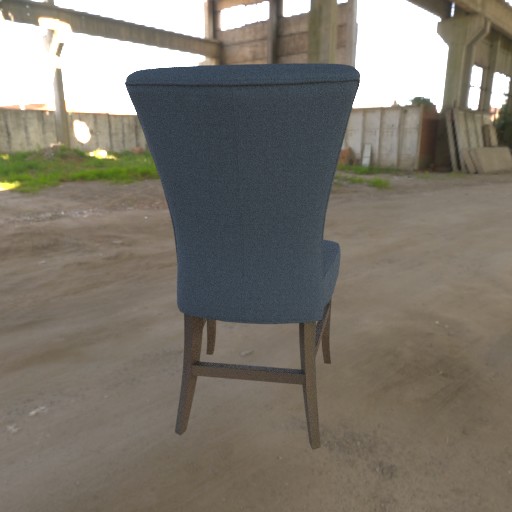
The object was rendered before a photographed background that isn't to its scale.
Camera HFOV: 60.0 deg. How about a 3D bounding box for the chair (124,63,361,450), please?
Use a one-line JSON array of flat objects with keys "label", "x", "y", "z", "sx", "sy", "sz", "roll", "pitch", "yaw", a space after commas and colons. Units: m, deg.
[{"label": "chair", "x": 0.000, "y": 0.000, "z": 1.326, "sx": 0.520, "sy": 0.991, "sz": 0.660, "roll": 2, "pitch": 16, "yaw": 9}]
